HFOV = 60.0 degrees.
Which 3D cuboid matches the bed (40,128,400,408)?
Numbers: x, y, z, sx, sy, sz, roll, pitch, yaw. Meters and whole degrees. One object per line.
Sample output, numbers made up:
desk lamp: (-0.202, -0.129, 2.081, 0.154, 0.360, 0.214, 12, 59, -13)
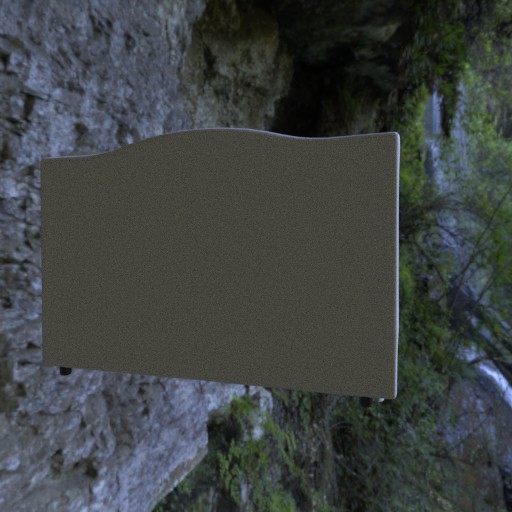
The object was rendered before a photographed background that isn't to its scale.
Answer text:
bed: (0.000, 0.000, 3.415, 2.083, 1.421, 2.182, 0, 1, 17)
